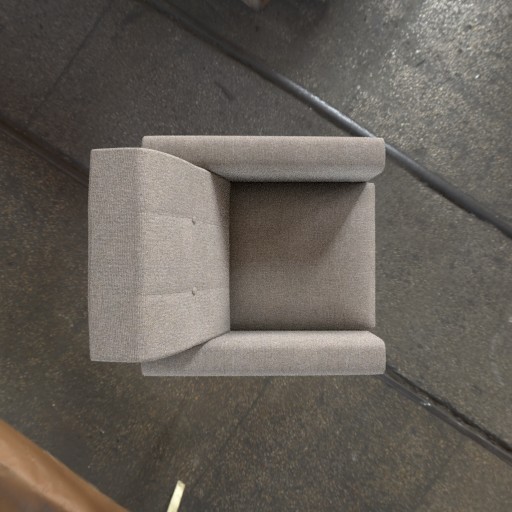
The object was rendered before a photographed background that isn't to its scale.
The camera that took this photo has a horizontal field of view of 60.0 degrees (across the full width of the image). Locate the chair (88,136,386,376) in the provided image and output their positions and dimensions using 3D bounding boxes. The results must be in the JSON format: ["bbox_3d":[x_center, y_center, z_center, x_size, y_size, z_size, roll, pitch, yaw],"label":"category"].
[{"bbox_3d":[0.000,0.000,1.678,0.942,0.968,0.845,0,90,-1],"label":"chair"}]
